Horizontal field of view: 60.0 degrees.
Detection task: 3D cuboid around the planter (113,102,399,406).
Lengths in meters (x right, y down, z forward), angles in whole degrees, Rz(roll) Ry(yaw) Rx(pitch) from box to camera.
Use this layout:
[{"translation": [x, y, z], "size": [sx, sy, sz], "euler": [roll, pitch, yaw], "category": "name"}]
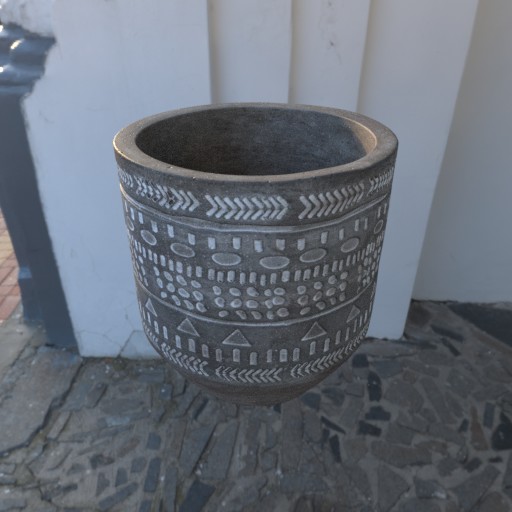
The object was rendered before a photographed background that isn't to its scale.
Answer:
[{"translation": [0.000, 0.000, 0.226], "size": [0.122, 0.128, 0.122], "euler": [0, 31, 0], "category": "planter"}]
